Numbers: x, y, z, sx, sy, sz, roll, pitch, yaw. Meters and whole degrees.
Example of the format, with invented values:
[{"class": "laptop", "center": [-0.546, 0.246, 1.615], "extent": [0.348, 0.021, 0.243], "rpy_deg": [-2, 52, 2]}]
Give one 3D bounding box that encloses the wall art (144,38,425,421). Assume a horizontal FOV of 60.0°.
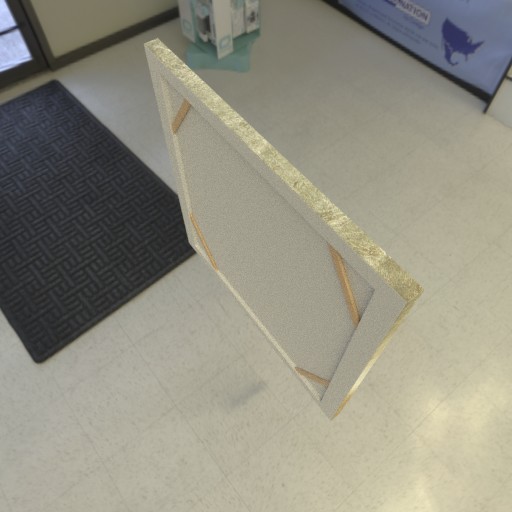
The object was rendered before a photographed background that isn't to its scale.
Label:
[{"class": "wall art", "center": [0.000, 0.000, 1.593], "extent": [0.051, 1.091, 1.092], "rpy_deg": [-32, 63, -18]}]
